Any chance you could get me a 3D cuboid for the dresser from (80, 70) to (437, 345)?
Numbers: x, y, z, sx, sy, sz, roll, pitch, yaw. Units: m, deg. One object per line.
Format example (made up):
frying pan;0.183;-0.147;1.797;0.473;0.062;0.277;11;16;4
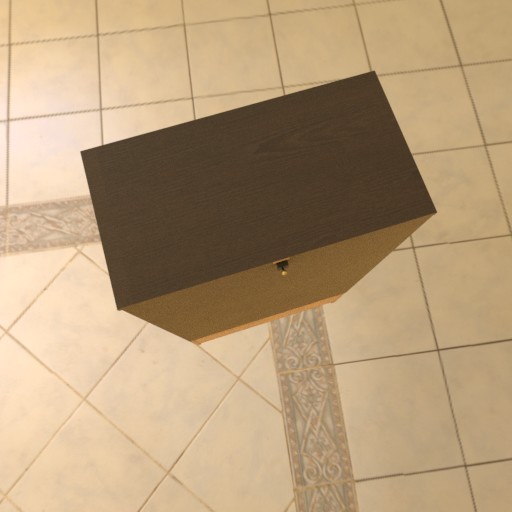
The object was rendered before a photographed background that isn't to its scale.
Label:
dresser;0.000;0.000;1.575;0.704;1.254;0.418;-17;76;-4
